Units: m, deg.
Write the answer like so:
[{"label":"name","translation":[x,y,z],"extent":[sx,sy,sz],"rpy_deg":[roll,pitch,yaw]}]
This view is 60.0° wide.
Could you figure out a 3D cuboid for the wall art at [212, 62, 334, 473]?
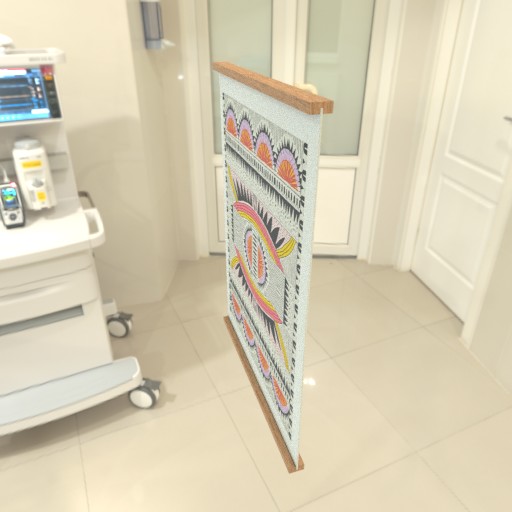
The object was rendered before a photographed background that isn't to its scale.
[{"label":"wall art","translation":[0.000,0.000,0.805],"extent":[0.028,0.609,0.456],"rpy_deg":[-9,30,-16]}]
